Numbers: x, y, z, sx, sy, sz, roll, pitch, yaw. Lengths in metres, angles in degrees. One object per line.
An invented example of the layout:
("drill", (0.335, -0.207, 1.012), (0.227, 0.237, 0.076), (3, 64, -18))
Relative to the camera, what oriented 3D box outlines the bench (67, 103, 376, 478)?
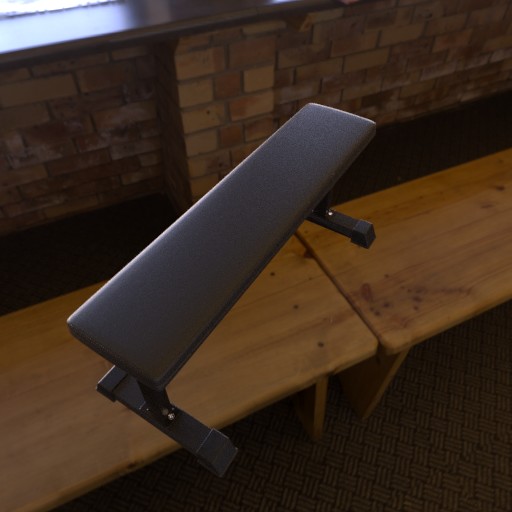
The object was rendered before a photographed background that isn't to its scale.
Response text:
("bench", (0.000, 0.000, 1.307), (0.439, 0.453, 1.072), (25, 52, 21))
